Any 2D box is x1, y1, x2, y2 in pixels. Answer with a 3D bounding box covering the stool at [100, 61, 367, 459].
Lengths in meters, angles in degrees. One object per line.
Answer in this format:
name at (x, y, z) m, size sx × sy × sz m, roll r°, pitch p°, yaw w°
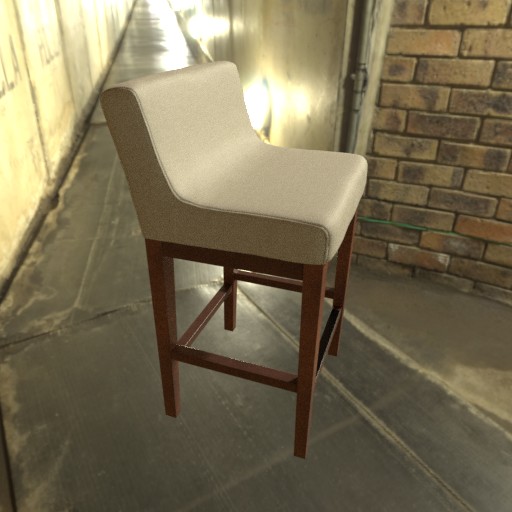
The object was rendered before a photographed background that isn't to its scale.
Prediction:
stool at (0.000, 0.000, 1.218) m, size 0.500 × 0.937 × 0.511 m, roll 10°, pitch 31°, yaw 18°
